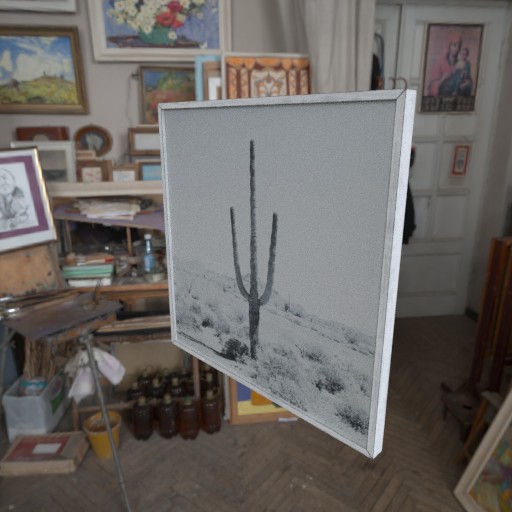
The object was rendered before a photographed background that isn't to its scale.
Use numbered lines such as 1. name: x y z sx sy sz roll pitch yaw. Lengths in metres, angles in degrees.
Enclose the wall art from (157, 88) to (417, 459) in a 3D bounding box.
1. wall art: 0.000 0.000 1.133 0.038 0.762 0.762 -16 23 -43
